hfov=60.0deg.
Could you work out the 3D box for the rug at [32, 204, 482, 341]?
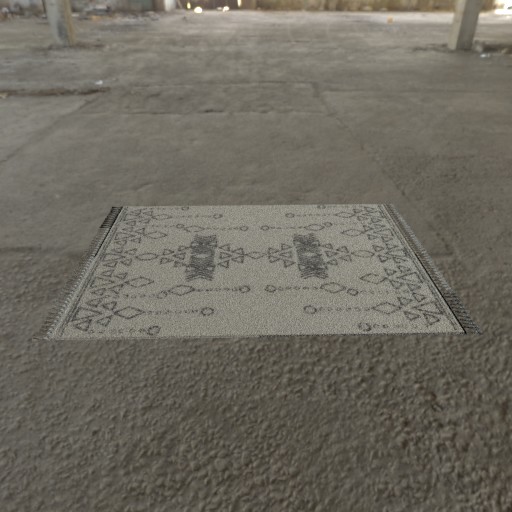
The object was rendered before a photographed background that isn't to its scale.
[{"bbox_3d":[0.000,0.000,2.951,2.312,0.013,1.600,-1,31,-1],"label":"rug"}]
